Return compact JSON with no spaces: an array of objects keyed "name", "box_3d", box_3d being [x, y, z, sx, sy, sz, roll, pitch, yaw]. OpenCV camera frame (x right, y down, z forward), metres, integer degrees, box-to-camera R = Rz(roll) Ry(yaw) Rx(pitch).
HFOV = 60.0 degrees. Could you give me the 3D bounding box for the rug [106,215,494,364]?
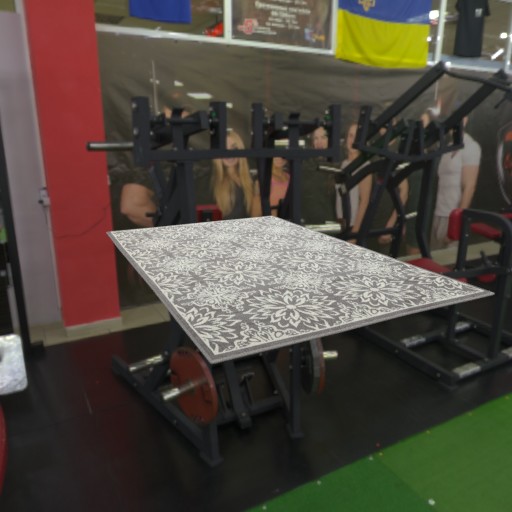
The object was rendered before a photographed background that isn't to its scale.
[{"name":"rug","box_3d":[0.000,0.000,2.313,1.224,0.012,1.847,-8,18,-26]}]
